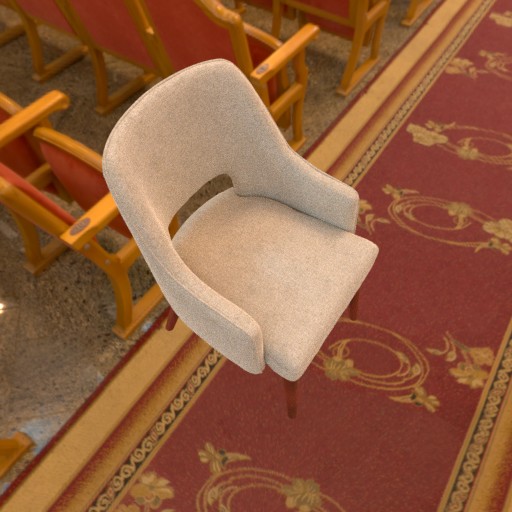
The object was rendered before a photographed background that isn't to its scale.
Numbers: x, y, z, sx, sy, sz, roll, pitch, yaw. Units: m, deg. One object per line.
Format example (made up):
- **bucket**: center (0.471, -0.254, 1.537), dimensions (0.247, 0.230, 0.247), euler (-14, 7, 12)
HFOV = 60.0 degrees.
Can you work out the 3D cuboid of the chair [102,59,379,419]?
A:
- **chair**: center (0.000, 0.000, 1.253), dimensions (0.605, 0.849, 0.548), euler (30, 62, 18)
